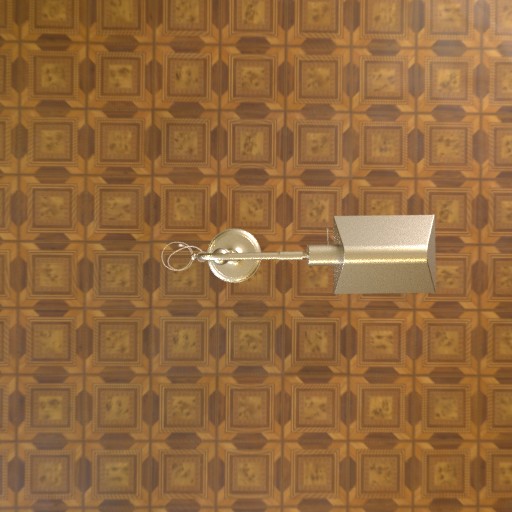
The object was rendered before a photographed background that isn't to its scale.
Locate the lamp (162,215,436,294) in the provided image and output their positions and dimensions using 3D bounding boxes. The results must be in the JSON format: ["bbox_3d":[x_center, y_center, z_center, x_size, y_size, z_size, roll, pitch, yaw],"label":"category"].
[{"bbox_3d":[0.000,0.000,0.958,0.546,0.708,0.159,0,90,-1],"label":"lamp"}]
